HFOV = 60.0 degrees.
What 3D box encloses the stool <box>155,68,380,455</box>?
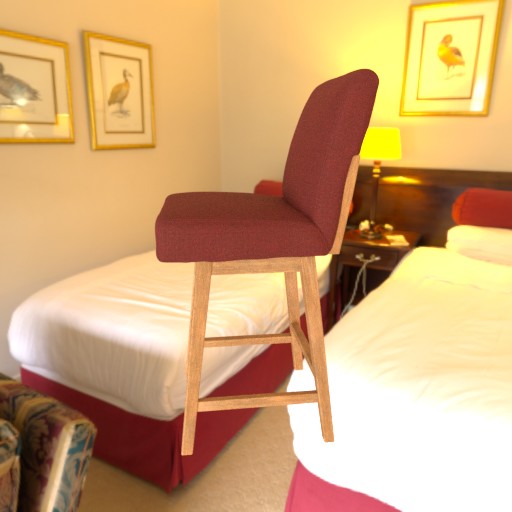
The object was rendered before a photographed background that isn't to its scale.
[{"bbox_3d":[0.000,0.000,1.357,0.562,1.038,0.468,-2,16,-7],"label":"stool"}]
